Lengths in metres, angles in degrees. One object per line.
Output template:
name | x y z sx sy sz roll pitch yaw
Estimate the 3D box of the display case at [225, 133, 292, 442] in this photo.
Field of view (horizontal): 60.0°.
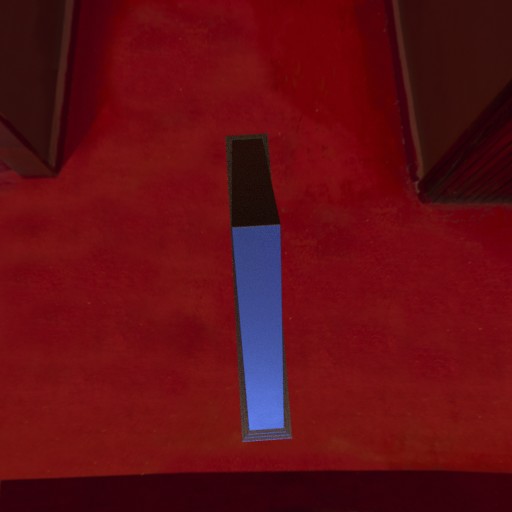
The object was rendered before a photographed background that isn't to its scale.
display case | 0.000 0.000 0.756 0.095 0.340 0.640 -4 76 -1
